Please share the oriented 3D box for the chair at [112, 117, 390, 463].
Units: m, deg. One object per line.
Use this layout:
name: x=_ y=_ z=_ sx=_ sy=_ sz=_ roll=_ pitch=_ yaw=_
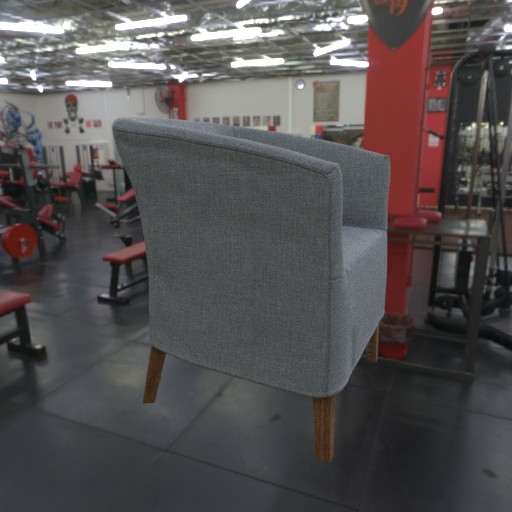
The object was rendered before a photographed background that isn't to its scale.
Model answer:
chair: x=0.000 y=0.000 z=1.279 sx=0.668 sy=0.771 sz=0.600 roll=7 pitch=16 yaw=25
